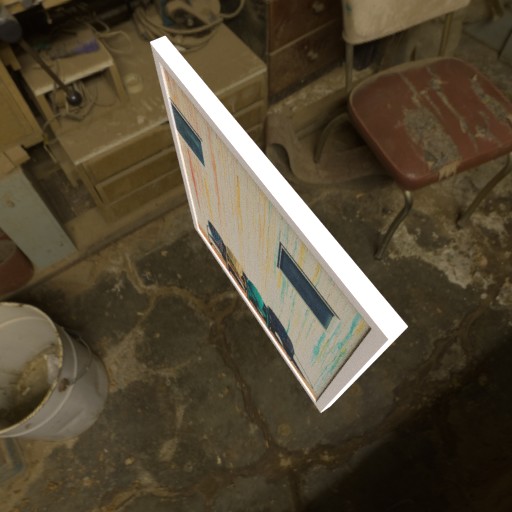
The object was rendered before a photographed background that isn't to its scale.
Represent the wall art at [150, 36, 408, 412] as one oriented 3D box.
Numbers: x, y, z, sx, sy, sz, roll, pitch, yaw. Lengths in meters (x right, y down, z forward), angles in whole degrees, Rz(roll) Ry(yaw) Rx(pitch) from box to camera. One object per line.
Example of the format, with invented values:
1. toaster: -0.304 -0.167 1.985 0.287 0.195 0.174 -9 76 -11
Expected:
1. wall art: 0.000 0.000 1.126 0.036 0.760 0.760 -30 67 -14
